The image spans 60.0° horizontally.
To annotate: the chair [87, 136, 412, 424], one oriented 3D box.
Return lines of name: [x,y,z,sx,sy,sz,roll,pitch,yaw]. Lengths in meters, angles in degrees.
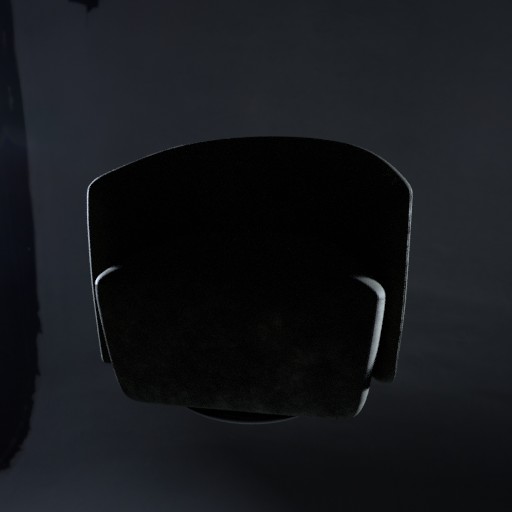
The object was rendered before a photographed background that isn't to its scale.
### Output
chair: [0.000,0.000,1.308,0.773,0.698,0.767,2,14,8]
